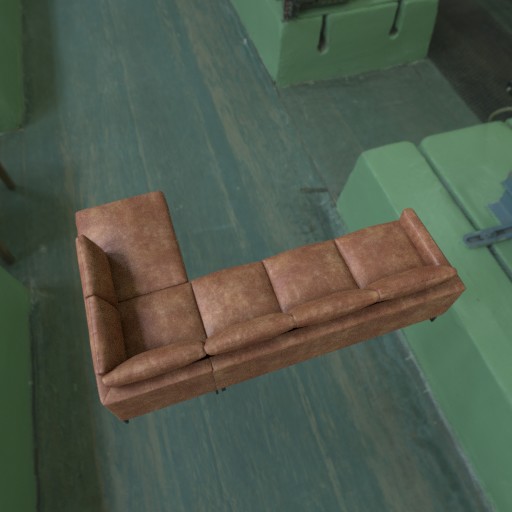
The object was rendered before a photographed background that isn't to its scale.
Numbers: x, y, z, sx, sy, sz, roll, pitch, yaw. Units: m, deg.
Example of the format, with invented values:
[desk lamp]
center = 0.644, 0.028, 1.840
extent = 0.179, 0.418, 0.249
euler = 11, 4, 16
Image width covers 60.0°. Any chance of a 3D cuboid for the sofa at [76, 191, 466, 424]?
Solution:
[sofa]
center = 0.000, 0.000, 4.004
extent = 2.984, 0.877, 1.938
euler = -16, 59, -10
